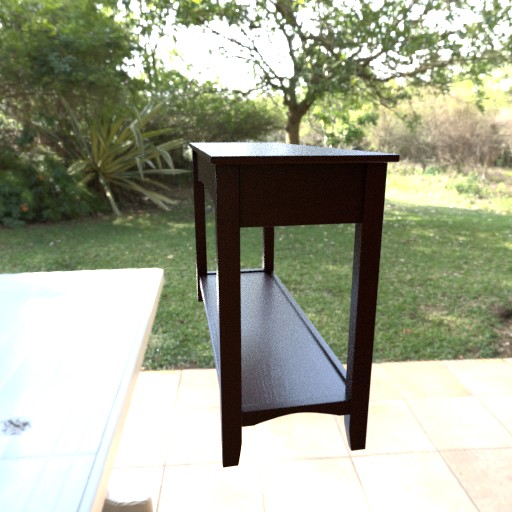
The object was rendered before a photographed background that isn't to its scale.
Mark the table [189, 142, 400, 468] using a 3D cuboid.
[{"bbox_3d":[0.000,0.000,1.540,0.392,0.739,1.188,-3,16,-10],"label":"table"}]
